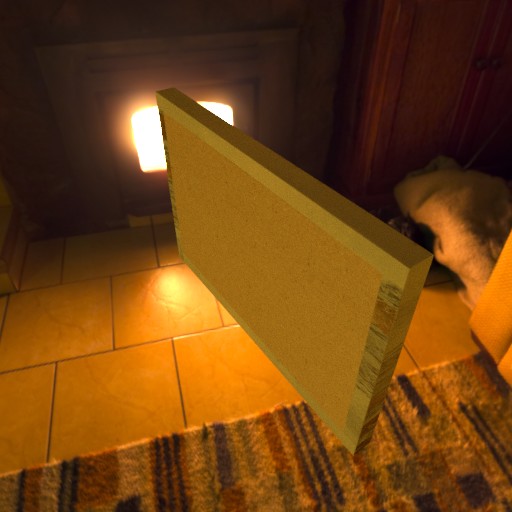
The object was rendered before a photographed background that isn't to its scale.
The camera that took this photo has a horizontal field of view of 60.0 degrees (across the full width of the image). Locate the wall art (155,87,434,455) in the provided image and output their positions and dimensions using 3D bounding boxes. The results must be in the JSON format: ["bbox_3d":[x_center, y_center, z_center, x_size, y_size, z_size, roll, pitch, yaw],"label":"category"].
[{"bbox_3d":[0.000,0.000,0.783,0.041,0.407,0.606,-24,46,-26],"label":"wall art"}]
